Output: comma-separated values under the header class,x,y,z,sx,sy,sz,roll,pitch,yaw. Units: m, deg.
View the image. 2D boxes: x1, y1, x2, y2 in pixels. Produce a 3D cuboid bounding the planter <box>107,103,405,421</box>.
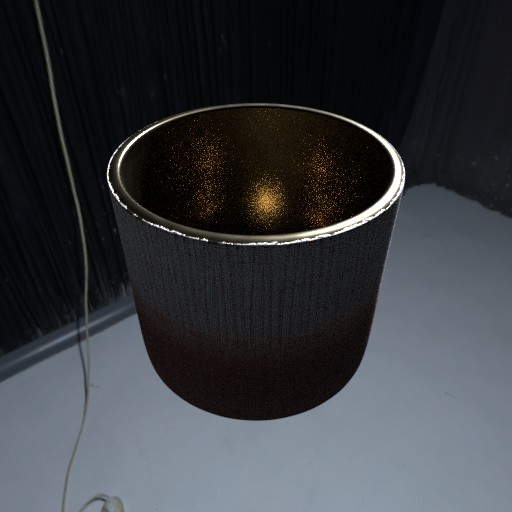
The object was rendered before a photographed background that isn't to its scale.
class,x,y,z,sx,sy,sz,roll,pitch,yaw
planter,0.000,0.000,0.317,0.178,0.157,0.178,0,39,0
